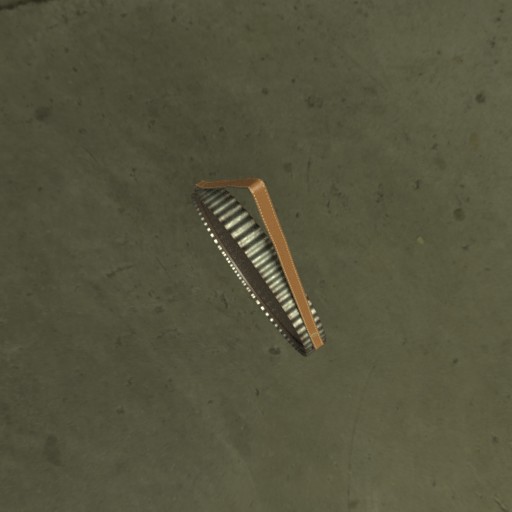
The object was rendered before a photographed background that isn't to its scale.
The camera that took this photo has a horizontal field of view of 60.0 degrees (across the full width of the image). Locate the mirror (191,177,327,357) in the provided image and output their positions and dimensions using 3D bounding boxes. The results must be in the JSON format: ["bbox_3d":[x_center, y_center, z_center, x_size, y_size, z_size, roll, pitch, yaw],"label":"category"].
[{"bbox_3d":[0.000,0.000,0.709,0.042,0.568,0.355,-35,79,-8],"label":"mirror"}]
